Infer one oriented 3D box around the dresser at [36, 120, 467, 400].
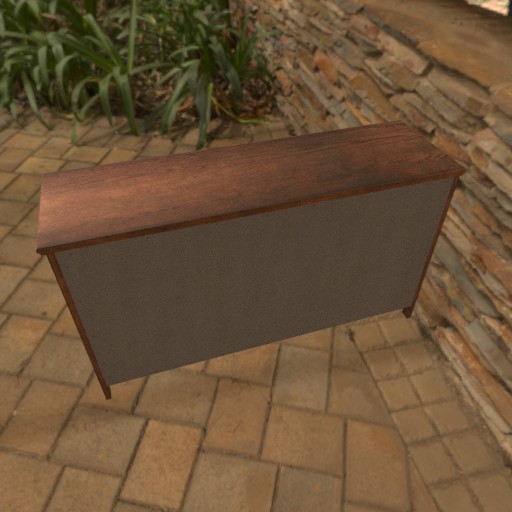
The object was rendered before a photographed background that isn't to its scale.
[{"bbox_3d":[0.000,0.000,1.962,1.551,0.856,0.463,-12,42,-13],"label":"dresser"}]
